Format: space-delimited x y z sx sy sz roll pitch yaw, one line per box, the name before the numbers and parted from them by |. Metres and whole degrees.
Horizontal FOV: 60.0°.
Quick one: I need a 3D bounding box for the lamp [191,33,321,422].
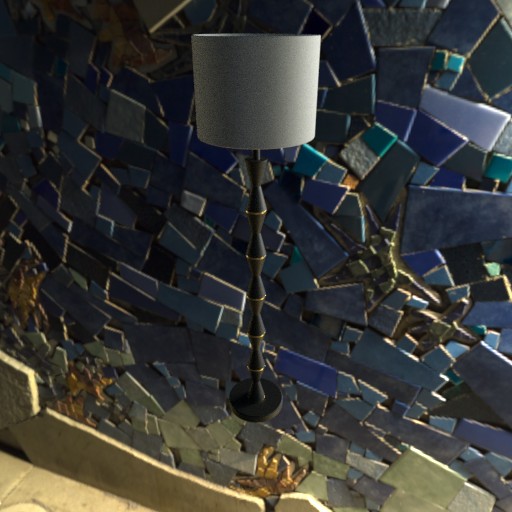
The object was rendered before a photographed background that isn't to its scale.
lamp | 0.000 0.000 1.657 0.381 1.480 0.381 18 33 31
